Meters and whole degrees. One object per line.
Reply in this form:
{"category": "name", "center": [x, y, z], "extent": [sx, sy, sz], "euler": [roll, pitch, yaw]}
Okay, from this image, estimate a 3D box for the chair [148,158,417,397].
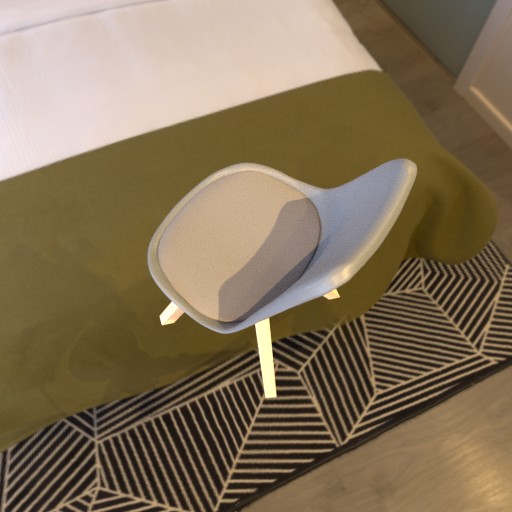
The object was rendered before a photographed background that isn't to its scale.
{"category": "chair", "center": [0.000, 0.000, 1.179], "extent": [0.550, 0.850, 0.485], "euler": [31, 67, 15]}
